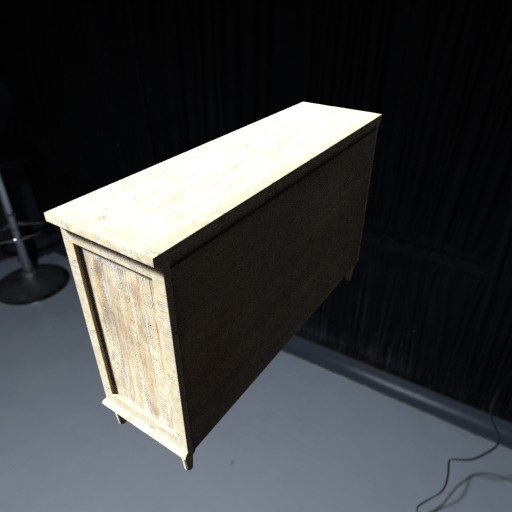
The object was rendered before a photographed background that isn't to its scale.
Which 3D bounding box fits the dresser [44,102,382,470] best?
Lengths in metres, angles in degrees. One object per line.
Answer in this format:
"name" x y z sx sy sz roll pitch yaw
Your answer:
"dresser" 0.000 0.000 2.078 0.457 1.016 1.626 20 38 28
